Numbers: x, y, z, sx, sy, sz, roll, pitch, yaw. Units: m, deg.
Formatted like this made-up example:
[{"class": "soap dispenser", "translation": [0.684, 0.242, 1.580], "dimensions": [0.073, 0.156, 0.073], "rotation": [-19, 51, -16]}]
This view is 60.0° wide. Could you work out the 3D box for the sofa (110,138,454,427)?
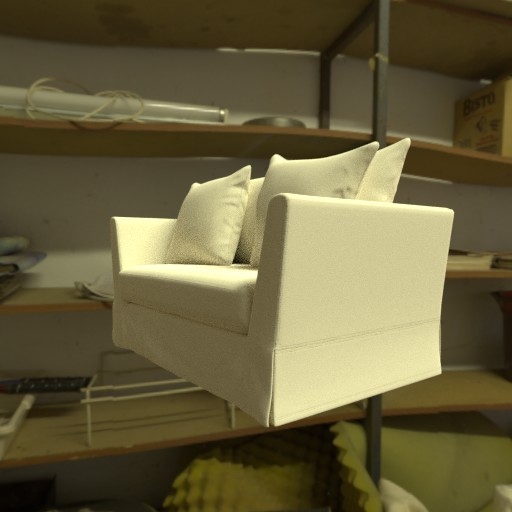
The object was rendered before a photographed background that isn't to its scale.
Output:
[{"class": "sofa", "translation": [0.000, 0.000, 2.283], "dimensions": [1.026, 1.039, 1.608], "rotation": [-1, 2, -37]}]
